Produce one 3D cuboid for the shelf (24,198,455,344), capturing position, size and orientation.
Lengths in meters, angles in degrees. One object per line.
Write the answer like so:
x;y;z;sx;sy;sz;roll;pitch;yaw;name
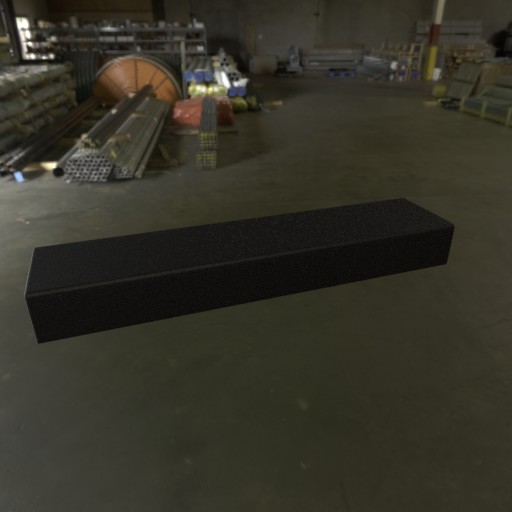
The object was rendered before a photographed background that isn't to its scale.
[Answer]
0.000;0.000;0.499;0.456;0.053;0.102;-9;28;-17;shelf
